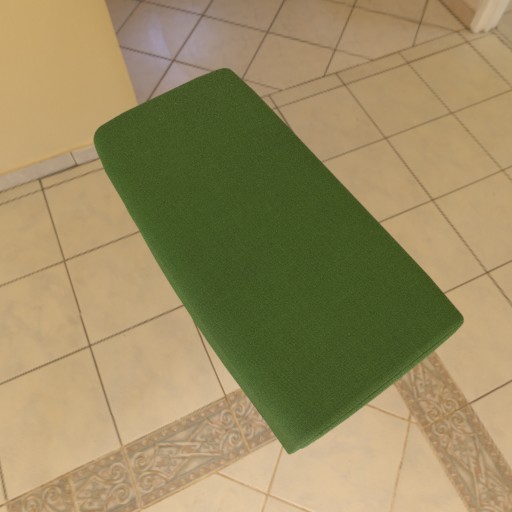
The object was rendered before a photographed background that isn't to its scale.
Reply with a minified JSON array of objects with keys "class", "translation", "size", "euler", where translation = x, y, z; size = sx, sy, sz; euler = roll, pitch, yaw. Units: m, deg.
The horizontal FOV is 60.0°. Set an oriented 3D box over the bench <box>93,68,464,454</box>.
[{"class":"bench","translation":[0.000,0.000,1.294],"size":[0.505,0.501,0.989],"euler":[-32,68,-15]}]
